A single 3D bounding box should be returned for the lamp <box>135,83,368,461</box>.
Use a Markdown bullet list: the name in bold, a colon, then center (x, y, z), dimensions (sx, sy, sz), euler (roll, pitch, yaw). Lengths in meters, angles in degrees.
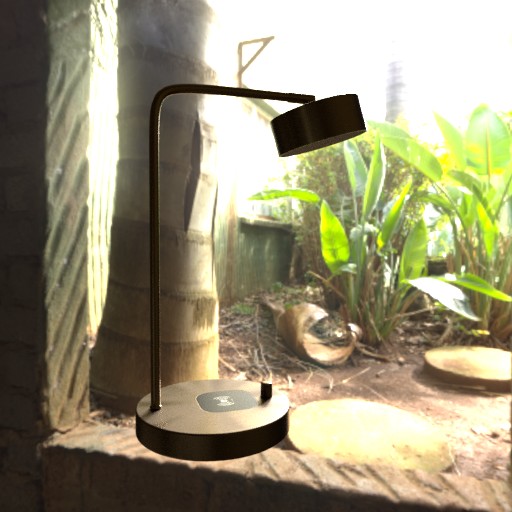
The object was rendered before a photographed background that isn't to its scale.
- **lamp**: center (0.000, 0.000, 0.509), dimensions (0.270, 0.380, 0.171), euler (-1, 2, -18)
